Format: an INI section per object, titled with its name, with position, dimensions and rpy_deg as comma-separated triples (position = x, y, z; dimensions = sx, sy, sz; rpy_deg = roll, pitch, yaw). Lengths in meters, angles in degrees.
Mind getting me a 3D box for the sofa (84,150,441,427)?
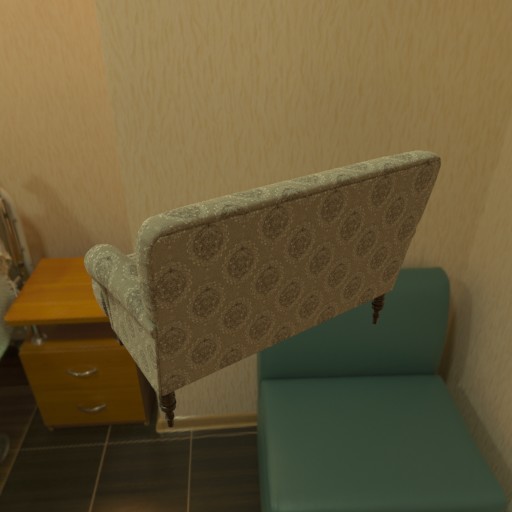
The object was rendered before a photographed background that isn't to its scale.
[sofa]
position = 0.000, 0.000, 1.861
dimensions = 1.297, 0.889, 0.779
rpy_deg = -19, 35, -29
